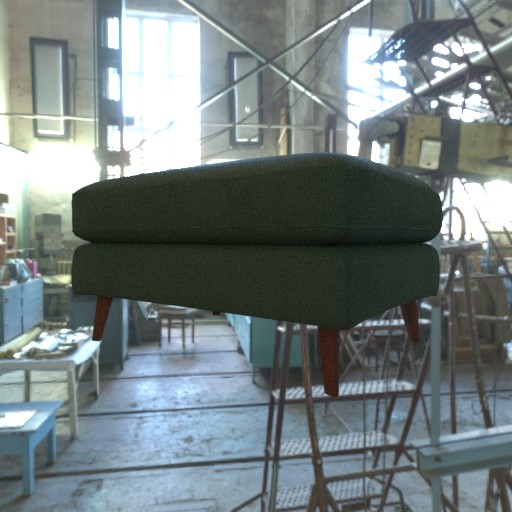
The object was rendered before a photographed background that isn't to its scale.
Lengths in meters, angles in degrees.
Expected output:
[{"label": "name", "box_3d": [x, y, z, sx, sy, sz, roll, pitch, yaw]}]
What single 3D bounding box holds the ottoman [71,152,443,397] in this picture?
[{"label": "ottoman", "box_3d": [0.000, 0.000, 1.155, 0.811, 0.449, 0.608, 2, 3, 36]}]
